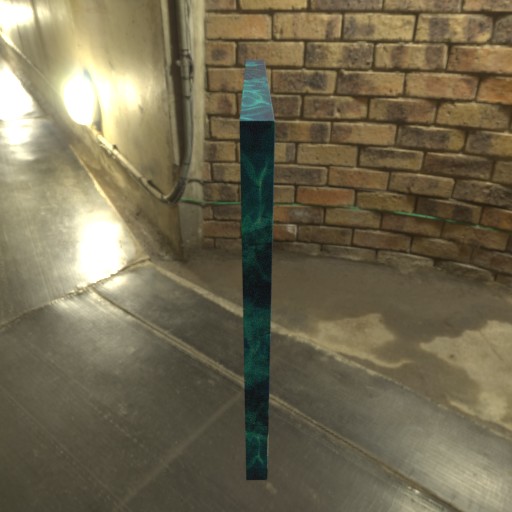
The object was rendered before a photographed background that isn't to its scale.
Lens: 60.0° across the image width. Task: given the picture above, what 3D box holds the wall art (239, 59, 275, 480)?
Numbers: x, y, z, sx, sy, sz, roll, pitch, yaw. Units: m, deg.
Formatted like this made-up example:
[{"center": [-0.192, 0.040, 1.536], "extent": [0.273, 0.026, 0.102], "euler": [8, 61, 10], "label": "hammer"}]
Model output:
[{"center": [0.000, 0.000, 0.852], "extent": [0.038, 0.635, 0.508], "euler": [0, 31, 0], "label": "wall art"}]
